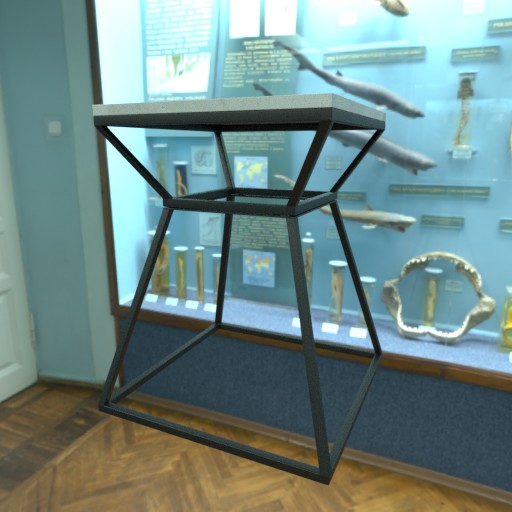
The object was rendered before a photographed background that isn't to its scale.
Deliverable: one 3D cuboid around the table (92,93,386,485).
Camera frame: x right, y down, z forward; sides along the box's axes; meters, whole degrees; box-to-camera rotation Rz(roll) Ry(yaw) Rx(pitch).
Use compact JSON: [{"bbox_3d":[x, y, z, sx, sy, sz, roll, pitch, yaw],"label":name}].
[{"bbox_3d":[0.000,0.000,0.888,0.455,0.559,0.455,6,15,24],"label":"table"}]
